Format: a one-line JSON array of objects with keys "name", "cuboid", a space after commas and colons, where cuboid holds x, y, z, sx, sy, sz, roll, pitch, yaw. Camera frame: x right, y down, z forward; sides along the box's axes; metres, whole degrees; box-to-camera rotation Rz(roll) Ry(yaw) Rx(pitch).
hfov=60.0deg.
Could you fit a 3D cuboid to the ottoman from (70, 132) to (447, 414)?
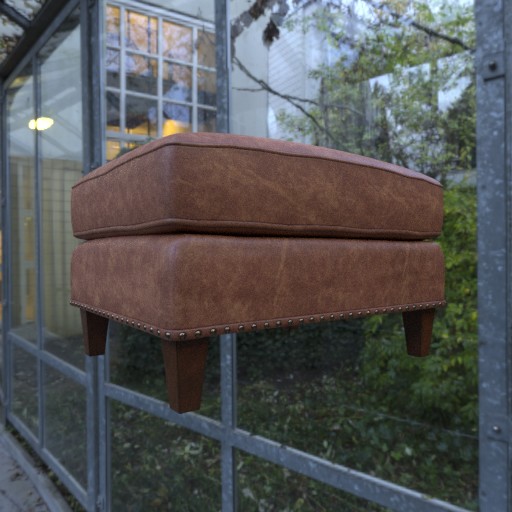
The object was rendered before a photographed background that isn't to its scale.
[{"name": "ottoman", "cuboid": [0.000, 0.000, 1.088, 0.742, 0.486, 0.586, 0, 0, -36]}]
